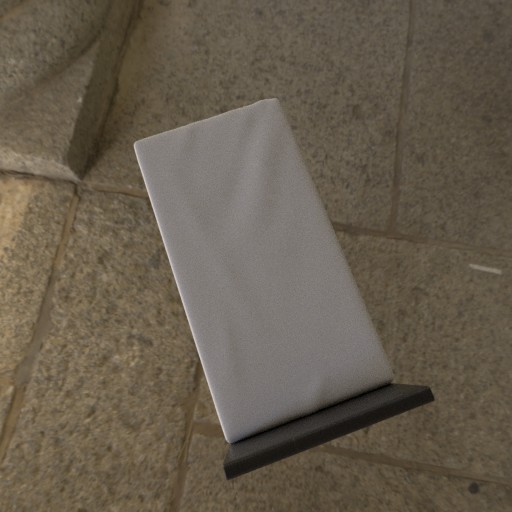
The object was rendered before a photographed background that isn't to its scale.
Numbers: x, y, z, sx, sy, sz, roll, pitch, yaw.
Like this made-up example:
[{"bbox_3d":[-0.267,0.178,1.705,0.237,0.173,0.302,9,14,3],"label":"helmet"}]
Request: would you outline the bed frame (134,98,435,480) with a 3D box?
[{"bbox_3d":[0.000,0.000,2.593,1.038,1.046,2.152,-19,76,-5],"label":"bed frame"}]
